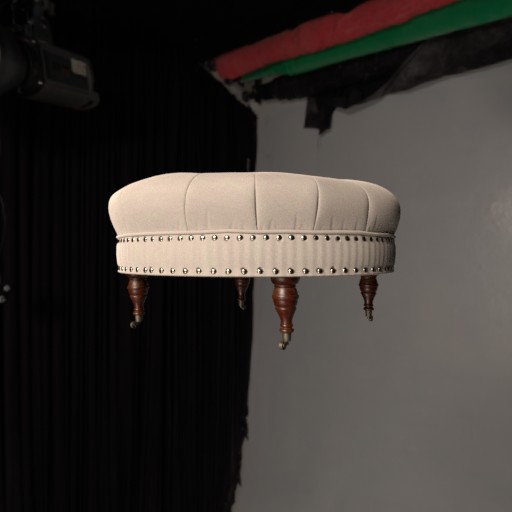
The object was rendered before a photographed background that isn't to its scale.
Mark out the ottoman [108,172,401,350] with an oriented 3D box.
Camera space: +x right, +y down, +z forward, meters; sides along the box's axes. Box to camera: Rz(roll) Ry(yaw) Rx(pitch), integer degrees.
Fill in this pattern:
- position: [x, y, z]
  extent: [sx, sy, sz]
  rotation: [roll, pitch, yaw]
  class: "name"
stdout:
- position: [0.000, 0.000, 1.420]
  extent: [0.901, 0.439, 0.901]
  rotation: [0, 0, 0]
  class: "ottoman"
